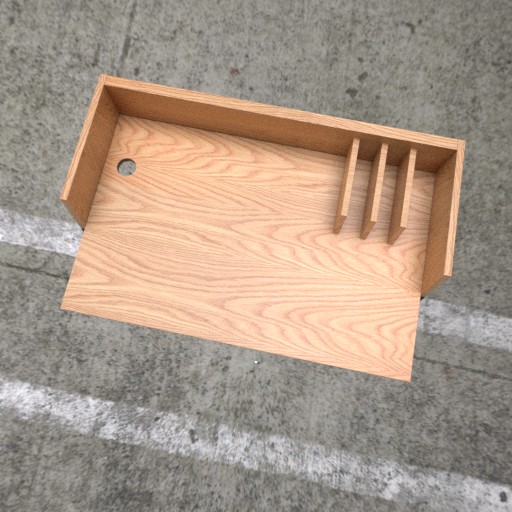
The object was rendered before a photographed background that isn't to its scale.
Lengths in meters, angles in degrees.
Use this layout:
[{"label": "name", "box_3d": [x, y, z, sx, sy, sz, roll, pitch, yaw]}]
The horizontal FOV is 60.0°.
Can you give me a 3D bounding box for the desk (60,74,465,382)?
[{"label": "desk", "box_3d": [0.000, 0.000, 1.851, 1.191, 1.061, 0.769, 11, 77, 3]}]
